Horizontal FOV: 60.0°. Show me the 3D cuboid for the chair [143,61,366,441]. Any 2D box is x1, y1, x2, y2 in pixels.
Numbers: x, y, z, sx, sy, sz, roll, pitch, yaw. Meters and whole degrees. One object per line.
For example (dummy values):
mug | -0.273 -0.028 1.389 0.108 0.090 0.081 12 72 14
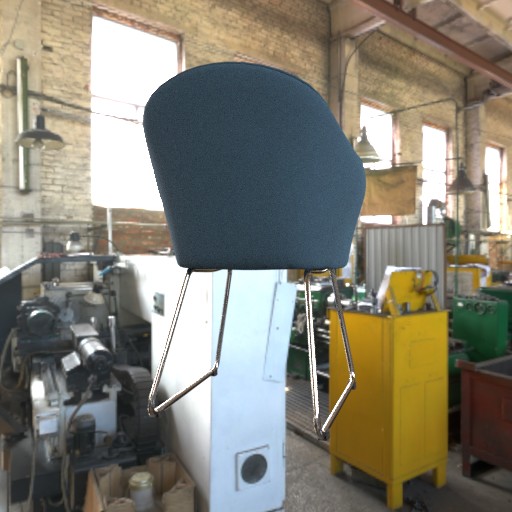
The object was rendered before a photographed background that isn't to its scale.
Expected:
chair | 0.000 0.000 1.203 0.570 0.815 0.585 0 1 18
